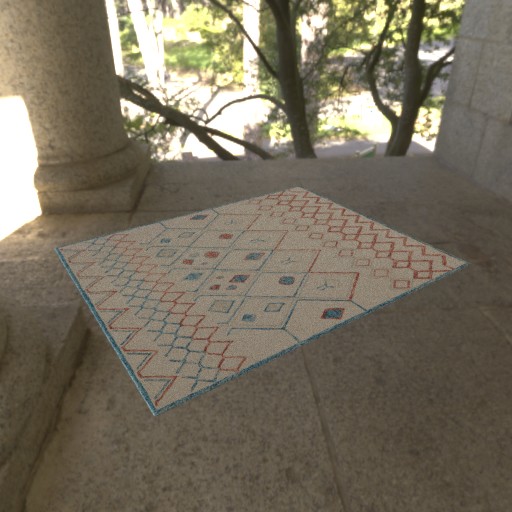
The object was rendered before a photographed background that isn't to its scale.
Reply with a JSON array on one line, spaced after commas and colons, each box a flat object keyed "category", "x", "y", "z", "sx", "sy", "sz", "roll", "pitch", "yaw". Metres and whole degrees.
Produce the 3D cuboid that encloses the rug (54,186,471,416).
[{"category": "rug", "x": 0.000, "y": 0.000, "z": 4.142, "sx": 3.050, "sy": 0.016, "sz": 2.441, "roll": -18, "pitch": 34, "yaw": -29}]
